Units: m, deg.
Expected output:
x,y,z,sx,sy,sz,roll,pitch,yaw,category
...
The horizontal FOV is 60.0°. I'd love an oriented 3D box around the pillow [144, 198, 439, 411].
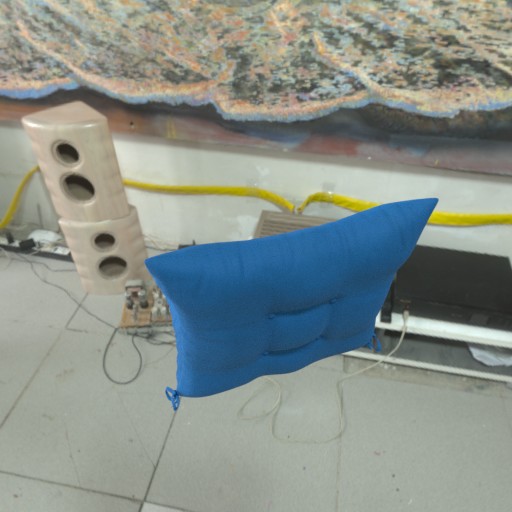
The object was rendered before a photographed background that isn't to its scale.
x,y,z,sx,sy,sz,roll,pitch,yaw,category
0.000,0.000,1.047,0.541,0.536,0.585,-13,43,-14,pillow
